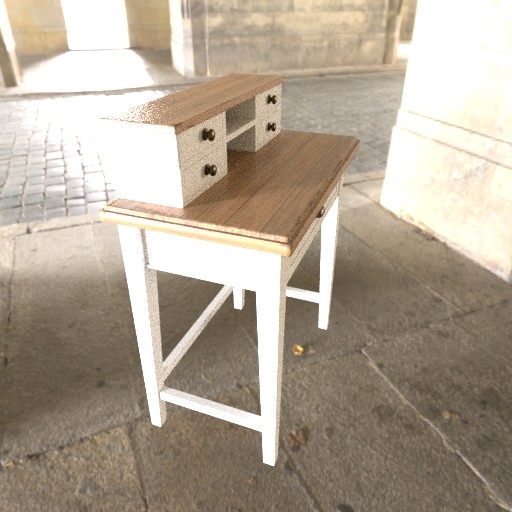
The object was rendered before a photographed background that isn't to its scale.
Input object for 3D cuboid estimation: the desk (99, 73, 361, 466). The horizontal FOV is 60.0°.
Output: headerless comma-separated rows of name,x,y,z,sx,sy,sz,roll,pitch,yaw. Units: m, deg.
desk,0.000,0.000,1.420,0.462,0.981,0.814,11,32,18
